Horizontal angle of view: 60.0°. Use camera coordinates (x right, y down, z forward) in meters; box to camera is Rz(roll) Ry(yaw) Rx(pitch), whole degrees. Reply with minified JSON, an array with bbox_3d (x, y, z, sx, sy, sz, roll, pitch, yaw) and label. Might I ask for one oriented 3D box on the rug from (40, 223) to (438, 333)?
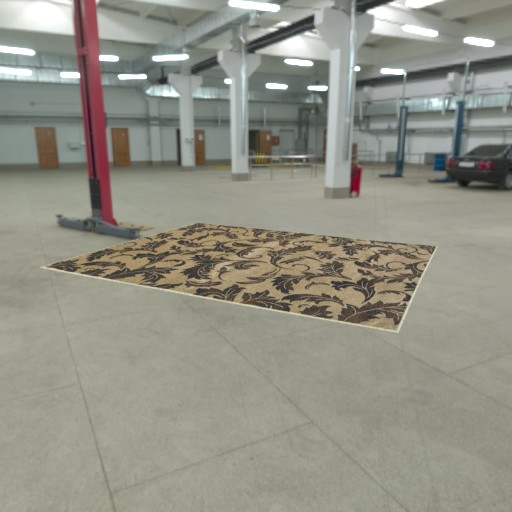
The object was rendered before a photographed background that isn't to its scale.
[{"bbox_3d":[0.000,0.000,4.163,2.977,0.008,2.380,7,16,26],"label":"rug"}]
